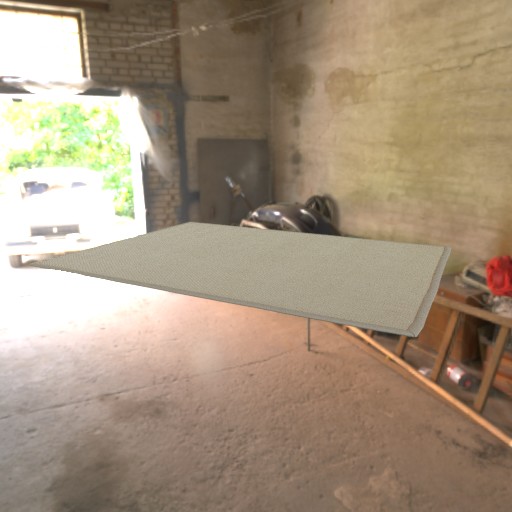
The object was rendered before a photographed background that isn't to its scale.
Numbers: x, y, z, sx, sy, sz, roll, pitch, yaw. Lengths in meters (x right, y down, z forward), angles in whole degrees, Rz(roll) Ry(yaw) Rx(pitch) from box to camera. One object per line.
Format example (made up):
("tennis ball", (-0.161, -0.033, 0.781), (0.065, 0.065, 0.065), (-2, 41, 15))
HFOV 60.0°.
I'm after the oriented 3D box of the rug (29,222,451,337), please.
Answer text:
("rug", (0.000, 0.000, 2.671), (2.081, 0.020, 1.525), (7, 16, 26))
